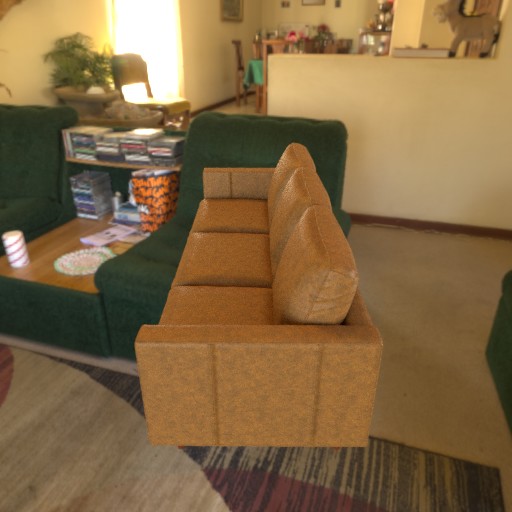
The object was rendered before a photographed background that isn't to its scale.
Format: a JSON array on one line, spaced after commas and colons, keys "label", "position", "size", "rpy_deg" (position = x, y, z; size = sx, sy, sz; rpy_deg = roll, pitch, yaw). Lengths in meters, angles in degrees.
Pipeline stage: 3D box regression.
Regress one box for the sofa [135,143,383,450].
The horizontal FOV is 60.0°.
[{"label": "sofa", "position": [0.000, 0.000, 2.633], "size": [0.903, 0.930, 2.231], "rpy_deg": [0, 27, 0]}]
